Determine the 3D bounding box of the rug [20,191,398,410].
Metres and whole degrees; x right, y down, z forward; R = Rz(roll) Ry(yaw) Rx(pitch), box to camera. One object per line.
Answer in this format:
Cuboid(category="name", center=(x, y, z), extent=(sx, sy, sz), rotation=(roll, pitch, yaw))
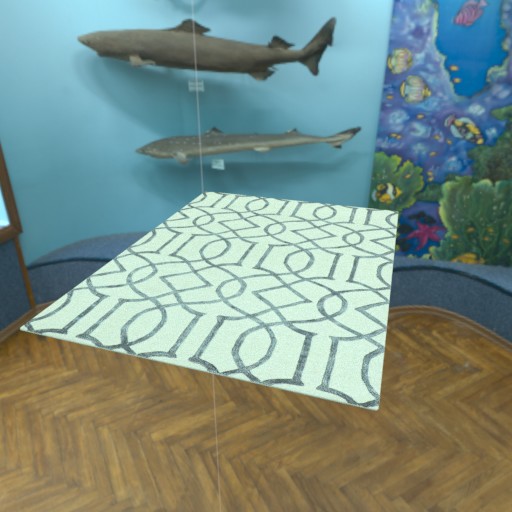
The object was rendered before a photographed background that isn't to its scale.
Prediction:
Cuboid(category="rug", center=(0.000, 0.000, 3.733), extent=(2.211, 0.021, 2.910), rotation=(8, 28, 16))
